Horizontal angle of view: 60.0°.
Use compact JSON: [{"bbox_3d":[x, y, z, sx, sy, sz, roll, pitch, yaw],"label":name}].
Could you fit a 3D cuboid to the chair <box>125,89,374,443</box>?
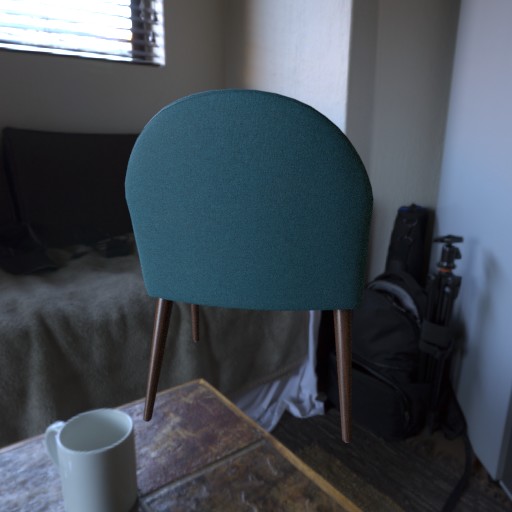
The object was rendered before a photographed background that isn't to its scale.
[{"bbox_3d":[0.000,0.000,1.349,0.656,0.907,0.652,3,16,9],"label":"chair"}]
